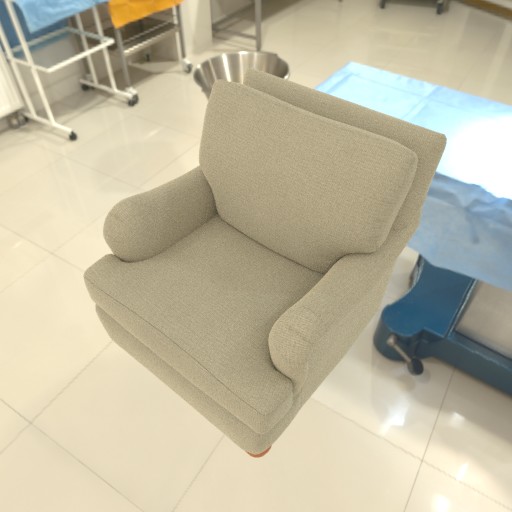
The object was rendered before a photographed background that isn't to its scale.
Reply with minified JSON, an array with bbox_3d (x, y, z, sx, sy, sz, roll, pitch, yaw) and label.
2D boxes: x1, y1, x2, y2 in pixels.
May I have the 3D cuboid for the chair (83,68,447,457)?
[{"bbox_3d":[0.000,0.000,1.773,0.955,1.038,1.070,30,53,26],"label":"chair"}]
